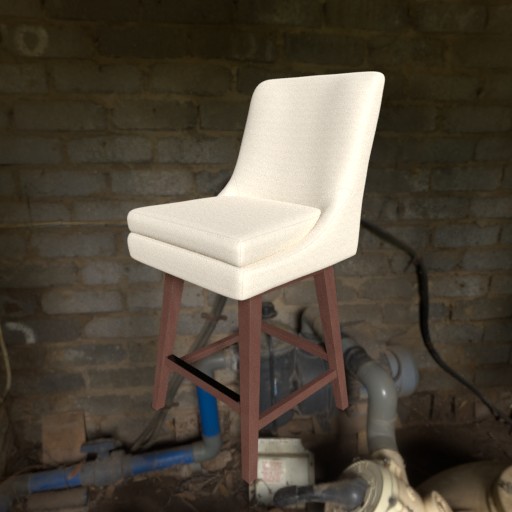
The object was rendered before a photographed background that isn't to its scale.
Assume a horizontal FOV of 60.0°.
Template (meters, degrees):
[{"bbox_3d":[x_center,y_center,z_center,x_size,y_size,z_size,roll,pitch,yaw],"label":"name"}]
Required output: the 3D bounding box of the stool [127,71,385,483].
[{"bbox_3d":[0.000,0.000,1.270,0.483,0.991,0.559,16,23,42],"label":"stool"}]
